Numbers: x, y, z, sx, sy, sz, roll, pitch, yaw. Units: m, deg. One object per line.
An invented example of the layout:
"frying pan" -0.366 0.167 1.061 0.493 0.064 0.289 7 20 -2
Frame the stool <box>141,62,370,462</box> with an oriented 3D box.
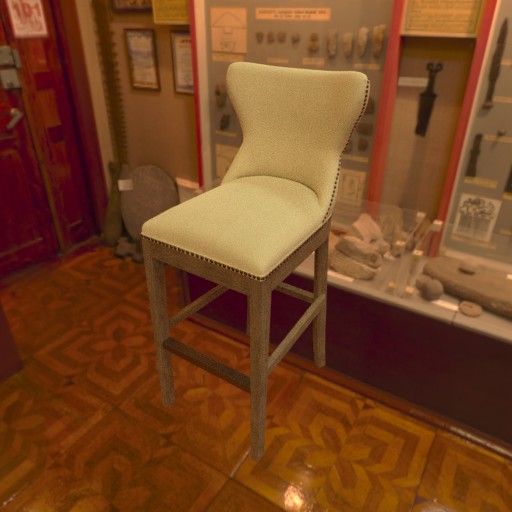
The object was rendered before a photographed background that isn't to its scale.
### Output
"stool" 0.000 0.000 1.472 0.494 1.123 0.606 19 35 29
